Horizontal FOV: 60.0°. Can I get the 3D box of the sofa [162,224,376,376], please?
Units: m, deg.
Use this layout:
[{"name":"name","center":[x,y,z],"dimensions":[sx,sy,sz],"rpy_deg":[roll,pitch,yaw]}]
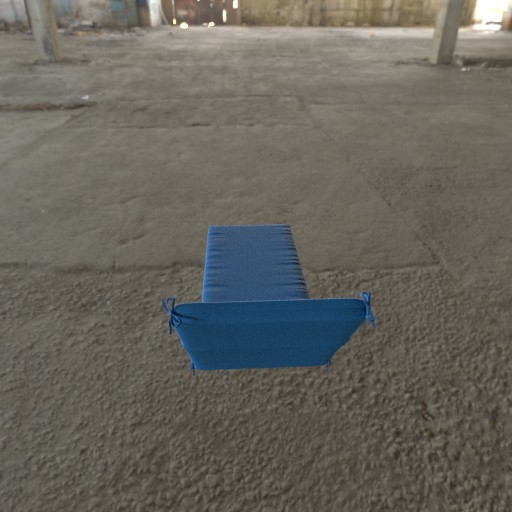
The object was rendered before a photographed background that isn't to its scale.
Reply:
[{"name":"sofa","center":[0.000,0.000,1.987],"dimensions":[0.582,0.622,1.663],"rpy_deg":[-1,30,-3]}]
